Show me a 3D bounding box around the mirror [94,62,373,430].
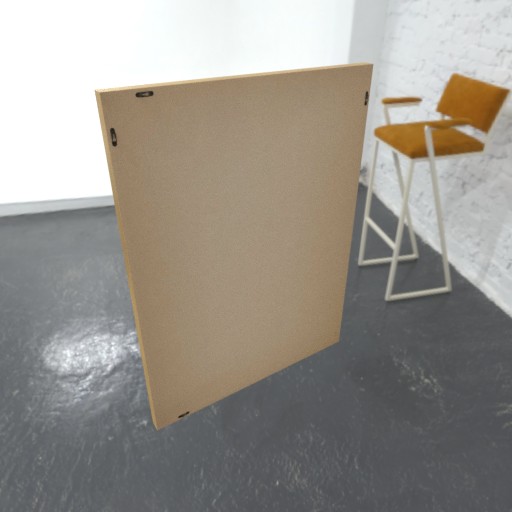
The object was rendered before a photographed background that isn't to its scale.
[{"bbox_3d":[0.000,0.000,1.328,0.762,1.016,0.041,-18,35,-28],"label":"mirror"}]
